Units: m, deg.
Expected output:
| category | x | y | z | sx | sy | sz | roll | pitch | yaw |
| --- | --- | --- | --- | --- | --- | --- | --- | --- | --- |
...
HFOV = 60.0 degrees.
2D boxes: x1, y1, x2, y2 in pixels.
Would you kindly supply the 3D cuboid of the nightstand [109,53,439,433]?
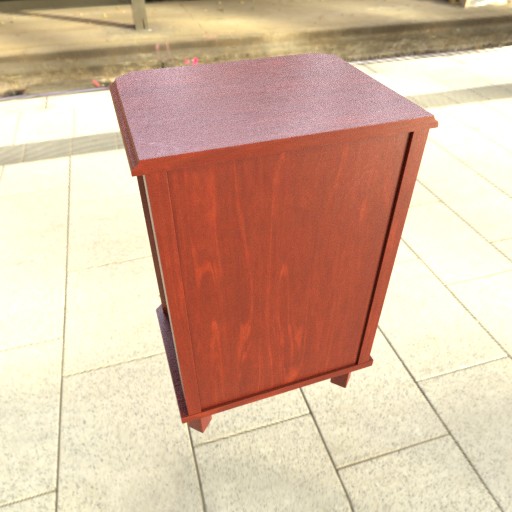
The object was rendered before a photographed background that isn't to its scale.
| category | x | y | z | sx | sy | sz | roll | pitch | yaw |
| --- | --- | --- | --- | --- | --- | --- | --- | --- | --- |
| nightstand | 0.000 | 0.000 | 0.918 | 0.435 | 0.681 | 0.351 | -12 | 41 | -14 |
